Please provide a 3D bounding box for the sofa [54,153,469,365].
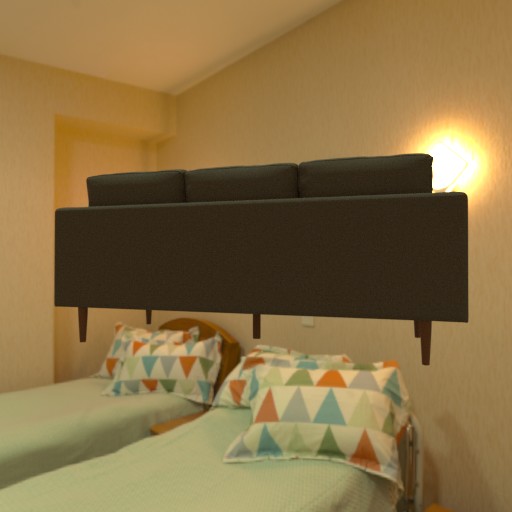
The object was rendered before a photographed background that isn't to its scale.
[{"bbox_3d":[0.000,0.000,2.442,2.029,0.912,0.802,0,0,17],"label":"sofa"}]
